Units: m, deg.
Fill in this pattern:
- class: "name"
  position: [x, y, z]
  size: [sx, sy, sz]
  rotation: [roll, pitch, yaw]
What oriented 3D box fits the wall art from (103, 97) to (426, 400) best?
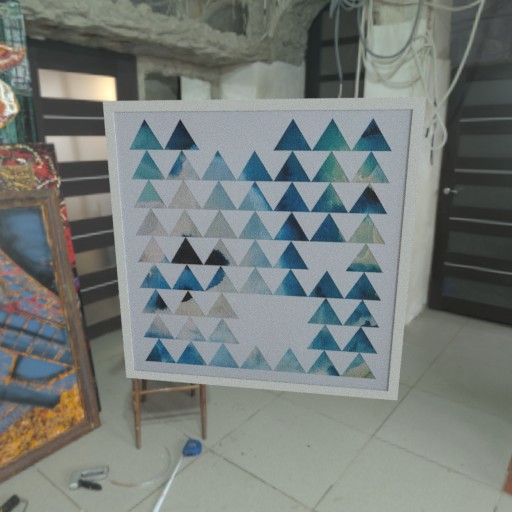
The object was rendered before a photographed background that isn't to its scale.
- class: "wall art"
  position: [0.000, 0.000, 0.683]
  size: [0.456, 0.456, 0.007]
  rotation: [2, 15, 8]
